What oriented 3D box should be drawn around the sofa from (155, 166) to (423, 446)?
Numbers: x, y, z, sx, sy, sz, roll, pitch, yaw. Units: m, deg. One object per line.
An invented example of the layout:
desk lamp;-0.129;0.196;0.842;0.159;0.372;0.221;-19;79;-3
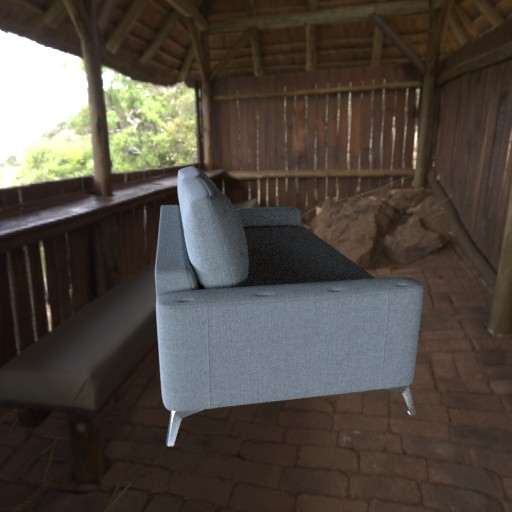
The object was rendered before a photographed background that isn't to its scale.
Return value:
sofa;0.000;0.000;2.186;0.920;0.790;1.650;-3;16;-10
